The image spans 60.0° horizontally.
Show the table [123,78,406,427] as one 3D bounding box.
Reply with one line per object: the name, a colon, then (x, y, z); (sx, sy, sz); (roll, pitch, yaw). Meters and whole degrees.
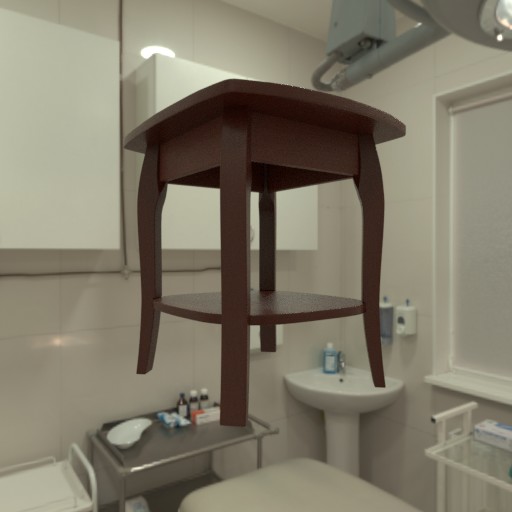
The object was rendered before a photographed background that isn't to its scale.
table: (0.000, 0.000, 0.898); (0.433, 0.496, 0.502); (0, 1, -36)
